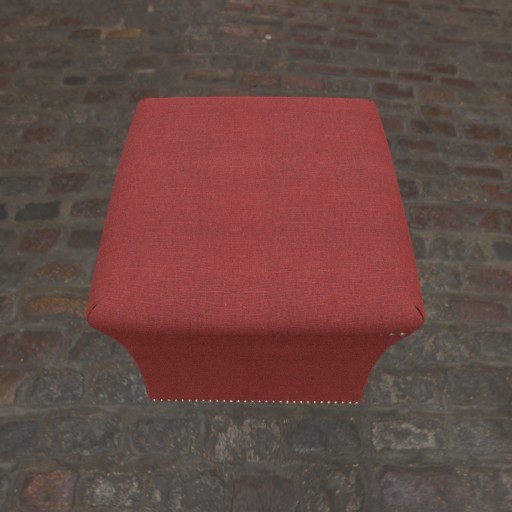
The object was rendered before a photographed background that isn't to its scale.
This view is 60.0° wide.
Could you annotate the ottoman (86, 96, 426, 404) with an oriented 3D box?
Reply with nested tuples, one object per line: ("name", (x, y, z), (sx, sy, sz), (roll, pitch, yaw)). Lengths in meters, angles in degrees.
("ottoman", (0.000, 0.000, 0.913), (0.497, 0.475, 0.507), (1, 56, 0))
